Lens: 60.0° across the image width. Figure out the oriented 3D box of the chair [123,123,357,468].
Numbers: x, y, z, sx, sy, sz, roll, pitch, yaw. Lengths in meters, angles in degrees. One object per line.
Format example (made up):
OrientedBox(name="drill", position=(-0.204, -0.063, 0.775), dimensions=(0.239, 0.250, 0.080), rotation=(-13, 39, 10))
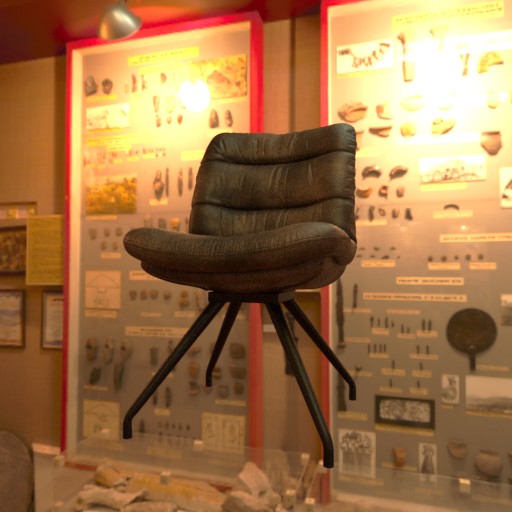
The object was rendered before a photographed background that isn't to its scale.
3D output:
OrientedBox(name="chair", position=(0.000, 0.000, 1.227), dimensions=(0.549, 0.870, 0.622), rotation=(0, -1, 18))
